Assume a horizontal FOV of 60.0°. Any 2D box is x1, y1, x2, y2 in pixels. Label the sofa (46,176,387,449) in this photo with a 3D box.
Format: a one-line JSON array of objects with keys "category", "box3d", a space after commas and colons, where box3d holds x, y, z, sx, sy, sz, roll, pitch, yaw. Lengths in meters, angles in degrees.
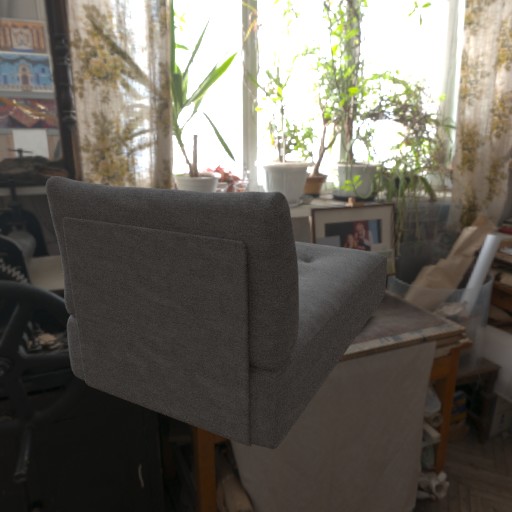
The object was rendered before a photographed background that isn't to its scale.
[{"category": "sofa", "box3d": [0.000, 0.000, 2.031, 0.930, 0.820, 1.450, 9, 19, 27]}]
